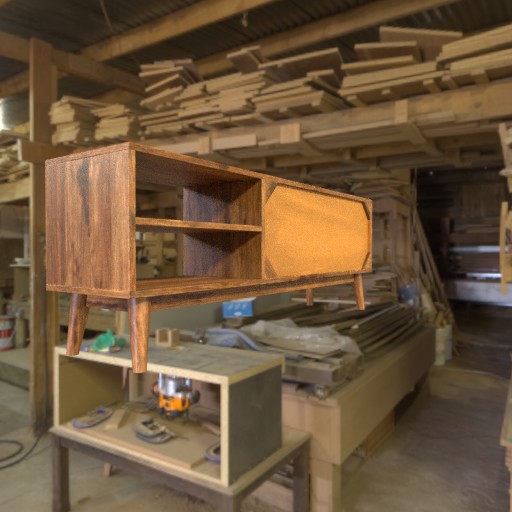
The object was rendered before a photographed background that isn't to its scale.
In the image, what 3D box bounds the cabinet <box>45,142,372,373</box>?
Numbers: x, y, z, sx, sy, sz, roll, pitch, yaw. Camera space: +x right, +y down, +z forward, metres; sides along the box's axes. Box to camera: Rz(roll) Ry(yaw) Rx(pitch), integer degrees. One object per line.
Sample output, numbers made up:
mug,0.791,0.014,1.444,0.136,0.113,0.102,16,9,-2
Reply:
cabinet,0.000,0.000,1.677,0.349,0.528,1.448,1,1,36
